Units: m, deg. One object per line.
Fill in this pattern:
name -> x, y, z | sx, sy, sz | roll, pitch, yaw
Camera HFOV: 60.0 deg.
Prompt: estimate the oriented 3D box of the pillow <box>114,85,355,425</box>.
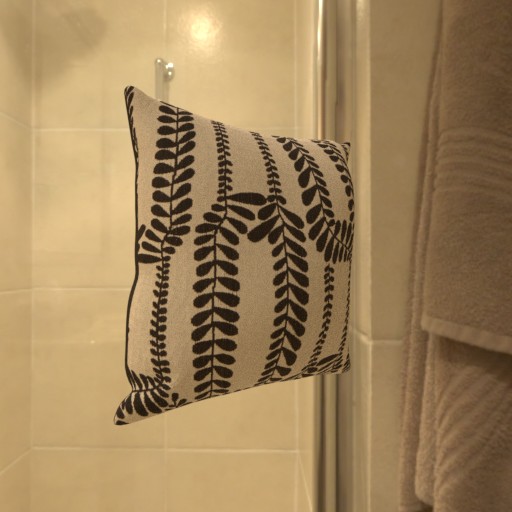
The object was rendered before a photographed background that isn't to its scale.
pillow -> 0.000, 0.000, 0.693 | 0.440, 0.441, 0.182 | 1, -1, -36
